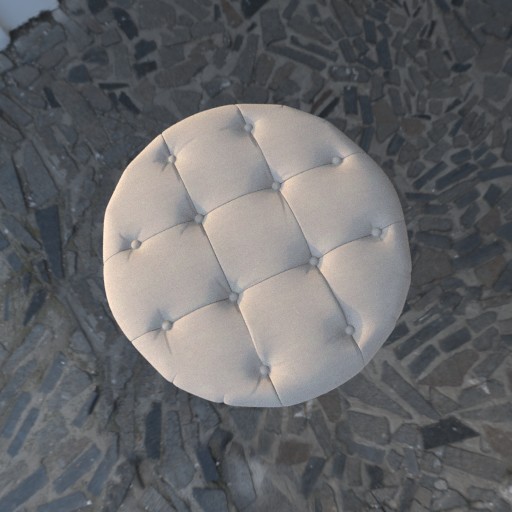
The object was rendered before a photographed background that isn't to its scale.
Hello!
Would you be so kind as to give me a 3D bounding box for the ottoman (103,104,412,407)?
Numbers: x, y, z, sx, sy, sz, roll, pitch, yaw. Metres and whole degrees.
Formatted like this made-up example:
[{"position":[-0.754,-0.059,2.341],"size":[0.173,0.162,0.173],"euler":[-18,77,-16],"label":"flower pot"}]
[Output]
[{"position":[0.000,0.000,1.411],"size":[0.901,0.439,0.901],"euler":[0,75,0],"label":"ottoman"}]
